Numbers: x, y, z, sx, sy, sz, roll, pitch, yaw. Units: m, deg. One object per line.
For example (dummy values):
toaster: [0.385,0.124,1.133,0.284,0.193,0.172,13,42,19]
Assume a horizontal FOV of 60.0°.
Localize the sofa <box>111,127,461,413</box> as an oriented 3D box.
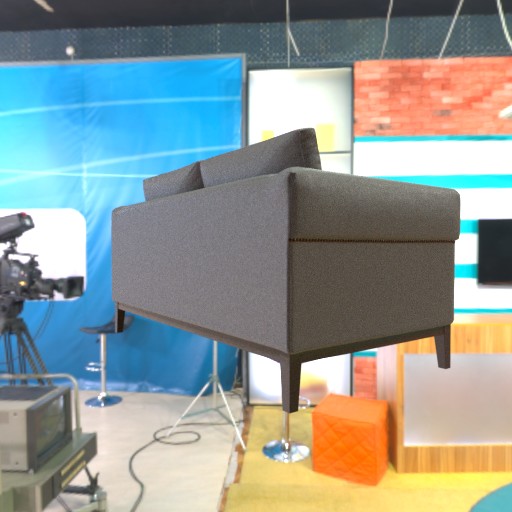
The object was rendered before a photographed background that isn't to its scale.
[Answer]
sofa: [0.000,0.000,2.133,0.899,0.873,1.598,-1,1,-36]
